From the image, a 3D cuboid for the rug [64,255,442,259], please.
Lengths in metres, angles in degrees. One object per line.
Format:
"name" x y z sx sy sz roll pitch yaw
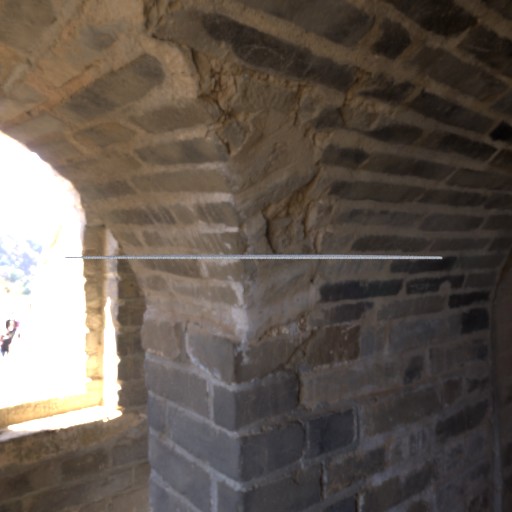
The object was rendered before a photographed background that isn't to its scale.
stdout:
"rug" 0.000 0.000 2.989 1.515 0.010 2.430 0 0 1
